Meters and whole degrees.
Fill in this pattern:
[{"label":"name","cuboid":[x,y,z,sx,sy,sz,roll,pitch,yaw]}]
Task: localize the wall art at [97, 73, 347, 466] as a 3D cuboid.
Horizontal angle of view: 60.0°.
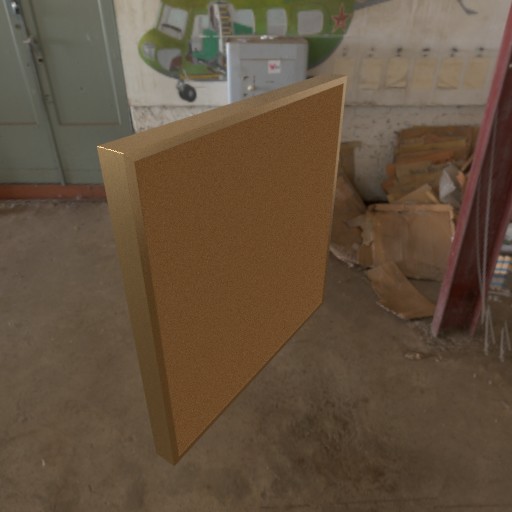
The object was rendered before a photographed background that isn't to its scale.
[{"label":"wall art","cuboid":[0.000,0.000,0.752,0.040,0.509,0.509,20,37,29]}]
